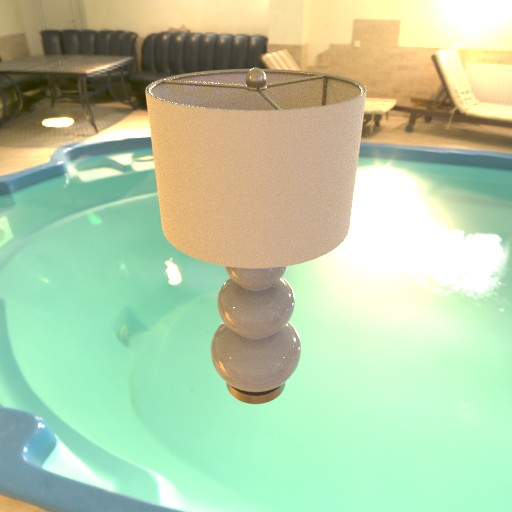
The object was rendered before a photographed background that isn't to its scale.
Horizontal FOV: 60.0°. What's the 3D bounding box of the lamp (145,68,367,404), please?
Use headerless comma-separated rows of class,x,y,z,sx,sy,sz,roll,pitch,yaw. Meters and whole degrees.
lamp,0.000,0.000,0.926,0.367,0.730,0.367,0,31,0
